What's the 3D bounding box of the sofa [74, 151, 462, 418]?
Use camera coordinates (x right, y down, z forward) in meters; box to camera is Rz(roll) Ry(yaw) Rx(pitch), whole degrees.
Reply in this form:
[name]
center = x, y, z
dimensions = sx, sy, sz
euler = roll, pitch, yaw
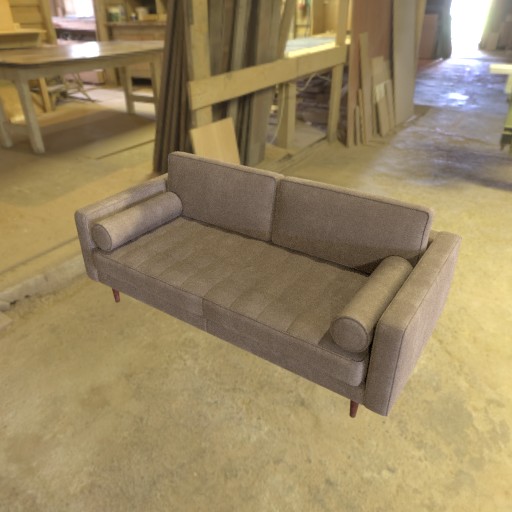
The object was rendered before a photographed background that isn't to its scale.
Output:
[sofa]
center = 0.000, 0.000, 2.382
dimensions = 1.883, 0.769, 0.920
euler = 19, 35, 29
